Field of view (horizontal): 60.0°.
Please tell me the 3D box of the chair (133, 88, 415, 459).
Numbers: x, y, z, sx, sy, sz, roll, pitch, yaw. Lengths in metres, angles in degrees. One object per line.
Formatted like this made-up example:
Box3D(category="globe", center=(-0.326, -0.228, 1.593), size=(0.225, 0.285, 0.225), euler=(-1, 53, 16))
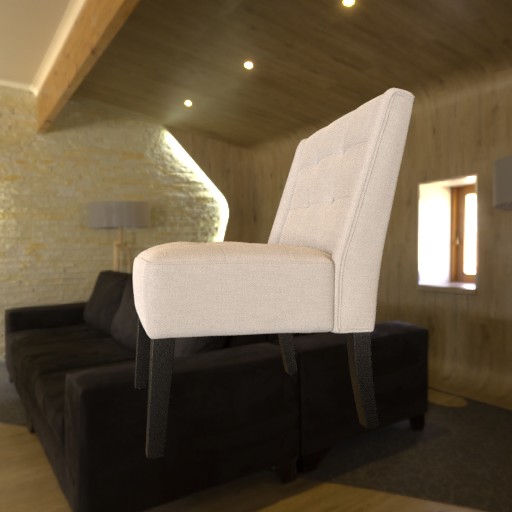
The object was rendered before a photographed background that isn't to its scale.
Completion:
Box3D(category="chair", center=(0.000, 0.000, 1.279), size=(0.676, 0.853, 0.569), euler=(0, 1, -18))
